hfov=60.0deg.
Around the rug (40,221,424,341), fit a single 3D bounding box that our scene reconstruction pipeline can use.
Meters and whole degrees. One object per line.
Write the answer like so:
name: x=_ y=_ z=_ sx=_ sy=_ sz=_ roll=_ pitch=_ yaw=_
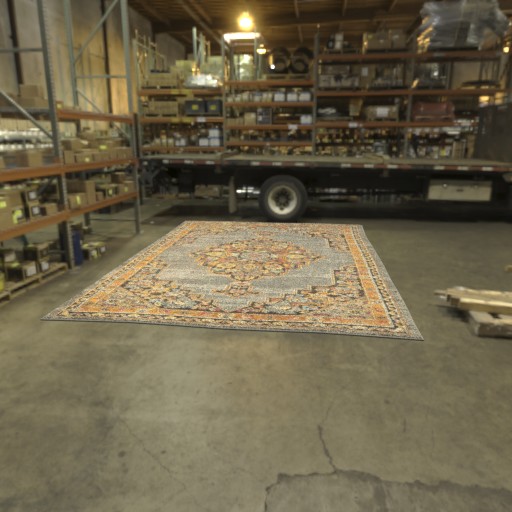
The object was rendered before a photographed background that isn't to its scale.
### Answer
rug: x=0.000 y=0.000 z=3.905 sx=2.158 sy=0.024 sz=3.063 roll=2 pitch=15 yaw=7
